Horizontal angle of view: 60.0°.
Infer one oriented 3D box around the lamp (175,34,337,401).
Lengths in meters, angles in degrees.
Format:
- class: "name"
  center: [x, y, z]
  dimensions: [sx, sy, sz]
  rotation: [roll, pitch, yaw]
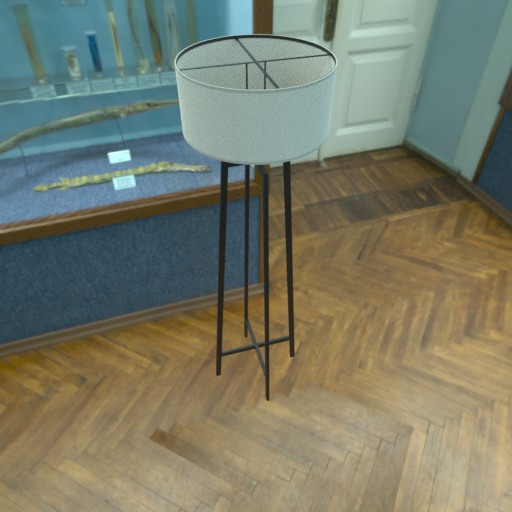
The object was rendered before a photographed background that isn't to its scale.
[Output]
- class: "lamp"
  center: [0.000, 0.000, 1.763]
  dimensions: [0.457, 1.510, 0.456]
  rotation: [-11, 43, -12]
